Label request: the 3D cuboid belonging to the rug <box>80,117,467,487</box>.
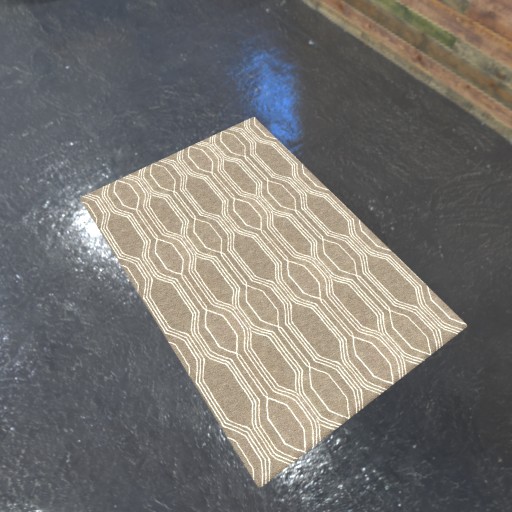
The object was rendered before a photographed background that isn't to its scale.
[{"bbox_3d":[0.000,0.000,2.372,1.239,0.012,1.836,-30,62,-18],"label":"rug"}]
